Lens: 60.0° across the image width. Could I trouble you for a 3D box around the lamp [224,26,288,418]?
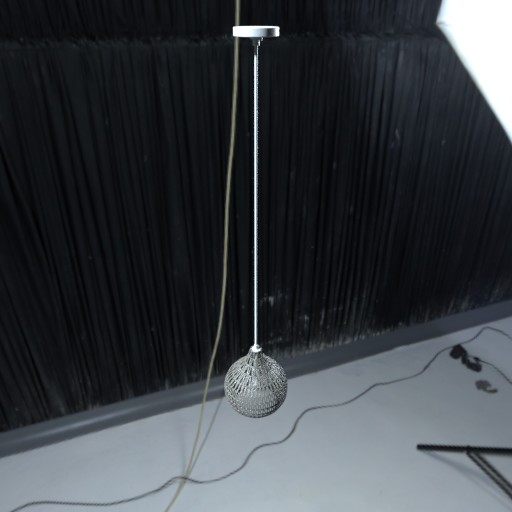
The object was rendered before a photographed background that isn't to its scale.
[{"bbox_3d":[0.000,0.000,2.089,0.355,1.919,0.355,-10,31,-17],"label":"lamp"}]
